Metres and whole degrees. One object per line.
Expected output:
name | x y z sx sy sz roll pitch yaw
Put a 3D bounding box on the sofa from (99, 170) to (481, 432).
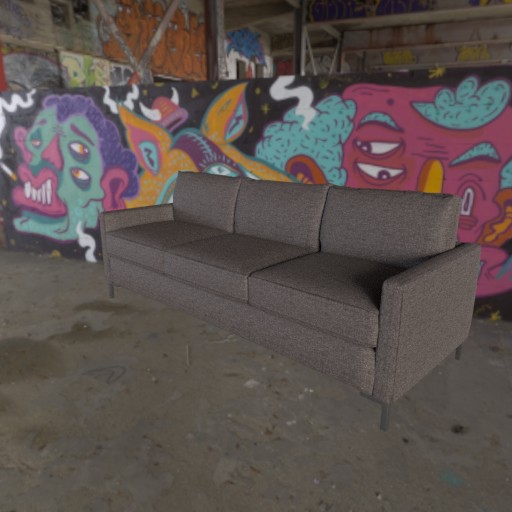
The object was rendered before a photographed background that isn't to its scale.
sofa | 0.000 0.000 2.644 2.253 0.882 0.876 14 21 42
